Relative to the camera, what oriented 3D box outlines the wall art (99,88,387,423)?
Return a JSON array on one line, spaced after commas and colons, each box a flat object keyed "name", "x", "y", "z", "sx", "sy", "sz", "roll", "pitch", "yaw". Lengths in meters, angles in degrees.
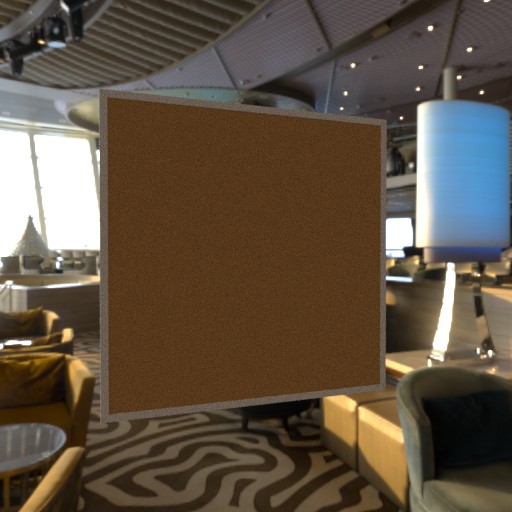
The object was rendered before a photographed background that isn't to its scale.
[{"name": "wall art", "x": 0.000, "y": 0.000, "z": 1.147, "sx": 0.762, "sy": 0.762, "sz": 0.038, "roll": 0, "pitch": 1, "yaw": -19}]
